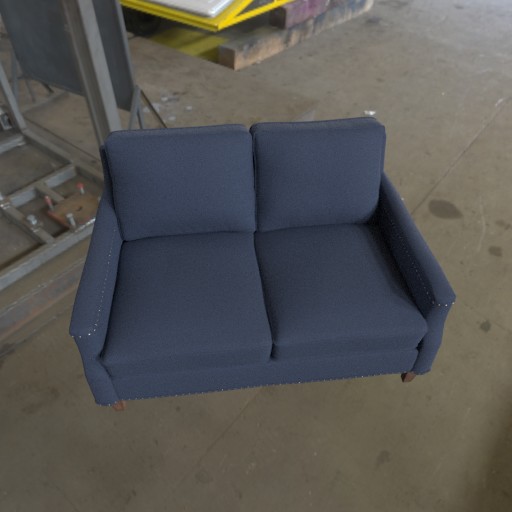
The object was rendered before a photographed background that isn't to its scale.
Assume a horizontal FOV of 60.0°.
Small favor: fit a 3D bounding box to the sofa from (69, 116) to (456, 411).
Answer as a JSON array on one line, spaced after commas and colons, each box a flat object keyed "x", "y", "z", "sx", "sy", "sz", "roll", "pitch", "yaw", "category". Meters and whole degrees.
[{"x": 0.000, "y": 0.000, "z": 2.199, "sx": 1.597, "sy": 1.003, "sz": 1.084, "roll": -4, "pitch": 46, "yaw": -4, "category": "sofa"}]
